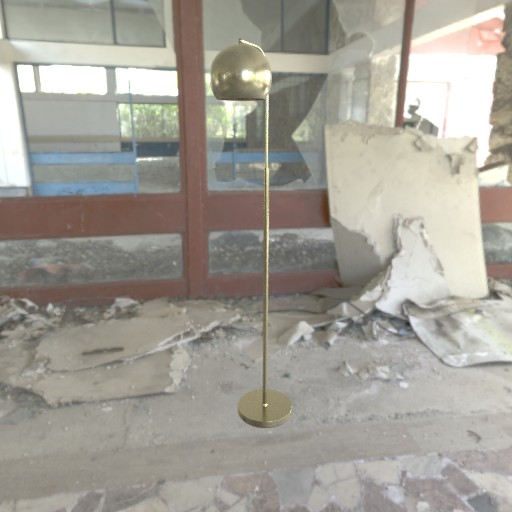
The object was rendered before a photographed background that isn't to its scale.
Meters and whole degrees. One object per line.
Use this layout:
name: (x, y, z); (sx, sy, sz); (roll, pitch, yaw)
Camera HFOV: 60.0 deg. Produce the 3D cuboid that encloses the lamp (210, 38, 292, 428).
lamp: (0.000, 0.000, 1.745); (0.250, 1.526, 0.431); (8, 18, 26)
